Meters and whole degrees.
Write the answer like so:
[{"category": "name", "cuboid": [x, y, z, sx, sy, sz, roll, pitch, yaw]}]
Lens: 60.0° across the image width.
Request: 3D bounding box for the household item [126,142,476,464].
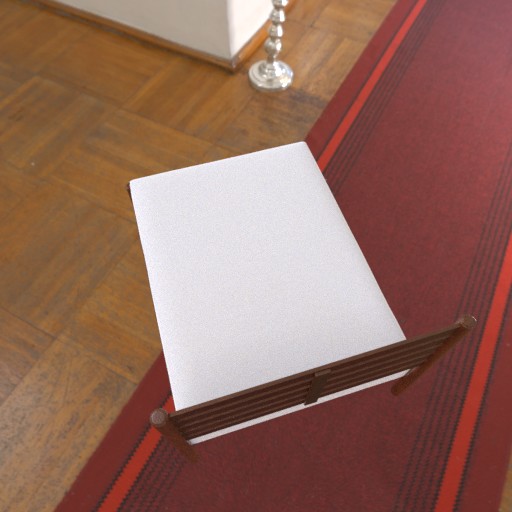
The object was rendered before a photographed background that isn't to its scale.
[{"category": "household item", "cuboid": [0.000, 0.000, 3.220, 1.663, 1.356, 2.232, -15, 60, -9]}]
